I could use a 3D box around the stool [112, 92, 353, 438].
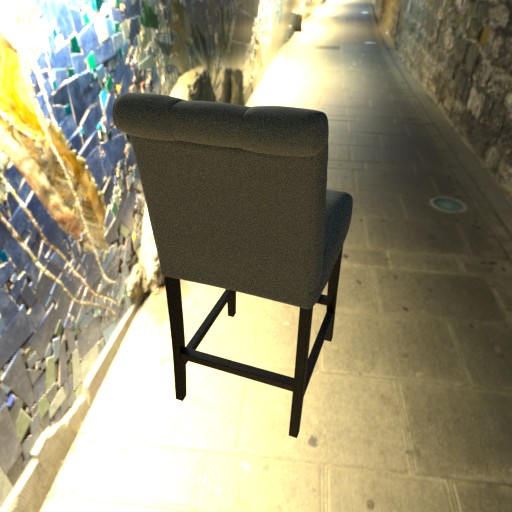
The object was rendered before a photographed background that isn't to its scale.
[{"bbox_3d":[0.000,0.000,1.371,0.493,1.040,0.601,11,35,17],"label":"stool"}]
